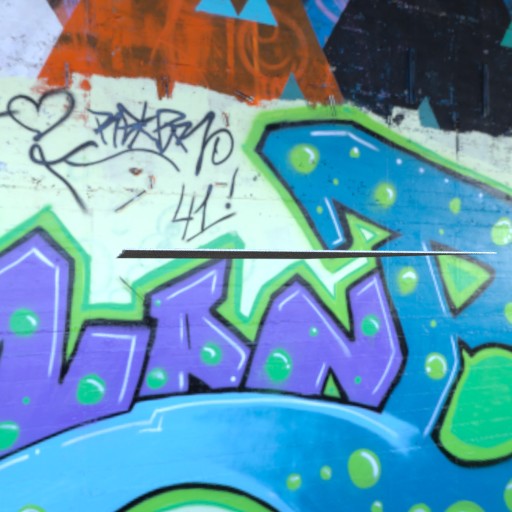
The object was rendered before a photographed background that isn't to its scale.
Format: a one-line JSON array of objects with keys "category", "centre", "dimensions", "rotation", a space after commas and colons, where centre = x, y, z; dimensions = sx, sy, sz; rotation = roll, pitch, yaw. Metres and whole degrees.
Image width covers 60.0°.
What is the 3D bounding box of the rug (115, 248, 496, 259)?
[{"category": "rug", "centre": [0.000, 0.000, 3.969], "dimensions": [2.363, 0.012, 2.980], "rotation": [0, -1, -18]}]
